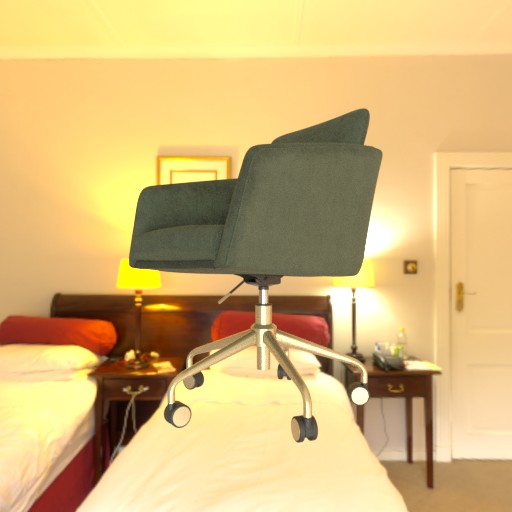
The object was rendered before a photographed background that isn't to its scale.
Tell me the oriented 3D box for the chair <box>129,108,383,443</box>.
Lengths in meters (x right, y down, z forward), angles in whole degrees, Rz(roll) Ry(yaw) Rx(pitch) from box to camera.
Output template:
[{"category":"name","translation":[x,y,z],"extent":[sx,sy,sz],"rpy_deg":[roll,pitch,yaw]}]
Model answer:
[{"category":"chair","translation":[0.000,0.000,1.346],"extent":[0.635,0.908,0.641],"rpy_deg":[0,-1,-37]}]
